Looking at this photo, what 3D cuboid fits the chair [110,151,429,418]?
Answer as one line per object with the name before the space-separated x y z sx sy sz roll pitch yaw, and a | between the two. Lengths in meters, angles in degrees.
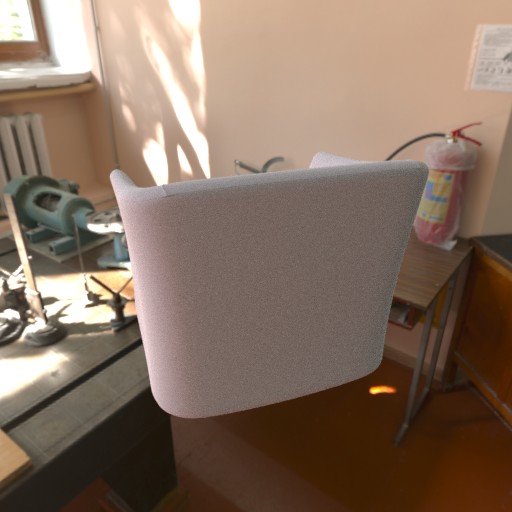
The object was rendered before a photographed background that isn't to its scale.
chair | 0.000 0.000 1.383 0.790 0.720 0.700 -9 28 -17
